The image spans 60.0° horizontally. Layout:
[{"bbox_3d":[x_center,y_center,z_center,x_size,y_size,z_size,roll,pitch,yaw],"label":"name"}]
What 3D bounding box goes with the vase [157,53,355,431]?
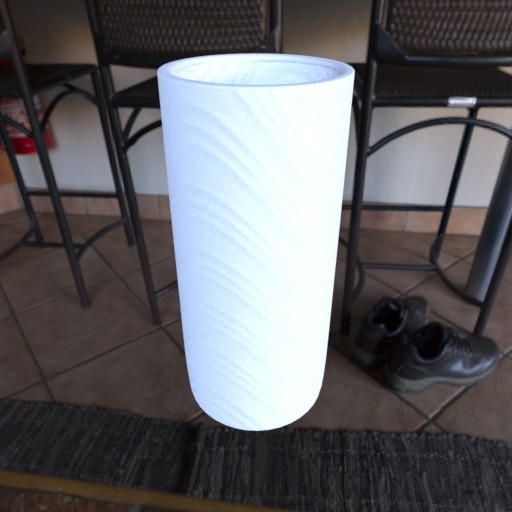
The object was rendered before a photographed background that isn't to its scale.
[{"bbox_3d":[0.000,0.000,0.397,0.143,0.316,0.143,0,32,0],"label":"vase"}]
